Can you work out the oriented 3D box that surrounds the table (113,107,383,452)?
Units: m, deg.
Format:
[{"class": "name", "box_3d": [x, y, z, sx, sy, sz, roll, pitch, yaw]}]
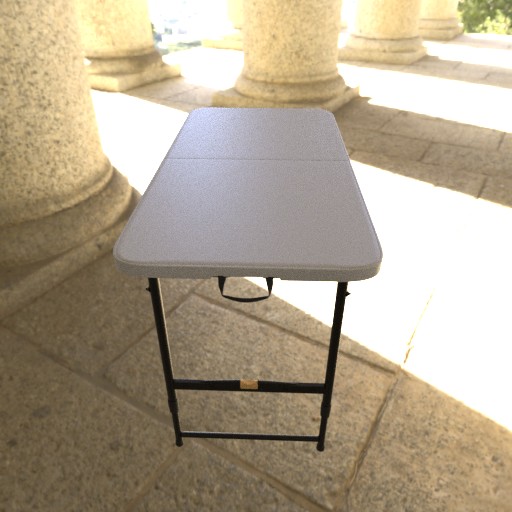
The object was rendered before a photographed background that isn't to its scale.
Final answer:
[{"class": "table", "box_3d": [0.000, 0.000, 1.633, 0.611, 0.737, 1.245, 1, 34, 2]}]
